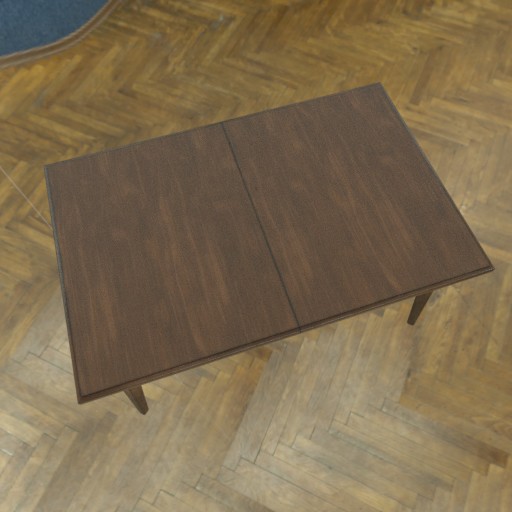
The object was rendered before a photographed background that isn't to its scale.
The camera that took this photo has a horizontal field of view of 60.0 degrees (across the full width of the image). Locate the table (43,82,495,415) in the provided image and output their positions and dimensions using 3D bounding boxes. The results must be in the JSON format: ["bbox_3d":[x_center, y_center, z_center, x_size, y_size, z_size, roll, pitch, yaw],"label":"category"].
[{"bbox_3d":[0.000,0.000,2.063,1.524,0.761,0.990,-16,65,-8],"label":"table"}]
